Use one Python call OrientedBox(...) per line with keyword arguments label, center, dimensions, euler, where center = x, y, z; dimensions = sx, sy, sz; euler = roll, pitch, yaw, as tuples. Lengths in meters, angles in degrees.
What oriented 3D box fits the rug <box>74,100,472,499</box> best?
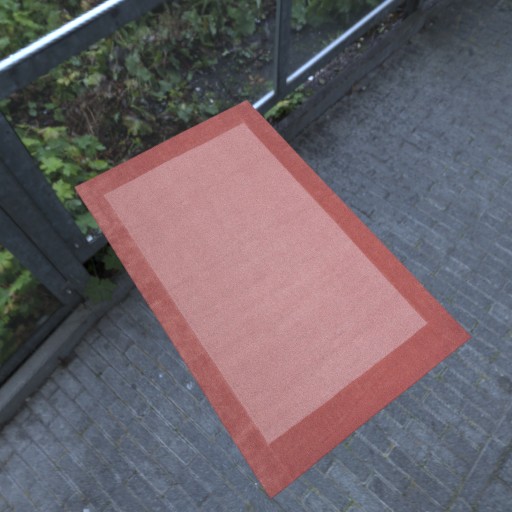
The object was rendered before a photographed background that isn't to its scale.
OrientedBox(label="rug", center=(0.000, 0.000, 2.974), dimensions=(1.524, 0.014, 2.438), euler=(-32, 67, -15))
